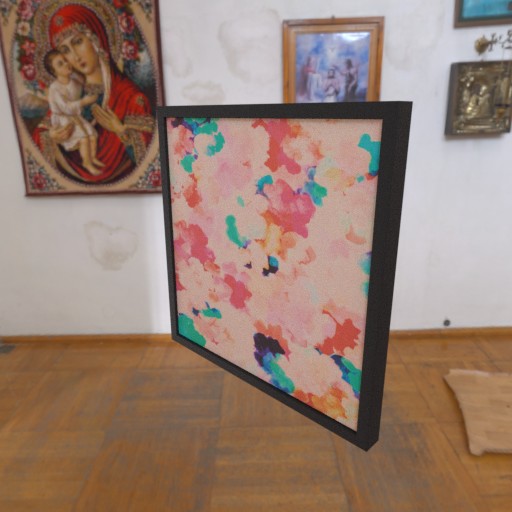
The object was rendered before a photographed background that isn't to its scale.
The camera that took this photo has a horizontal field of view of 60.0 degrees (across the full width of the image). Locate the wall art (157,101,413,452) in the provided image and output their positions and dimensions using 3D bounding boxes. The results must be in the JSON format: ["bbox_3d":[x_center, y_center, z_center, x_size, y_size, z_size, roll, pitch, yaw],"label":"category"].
[{"bbox_3d":[0.000,0.000,0.777,0.506,0.503,0.036,17,24,42],"label":"wall art"}]
